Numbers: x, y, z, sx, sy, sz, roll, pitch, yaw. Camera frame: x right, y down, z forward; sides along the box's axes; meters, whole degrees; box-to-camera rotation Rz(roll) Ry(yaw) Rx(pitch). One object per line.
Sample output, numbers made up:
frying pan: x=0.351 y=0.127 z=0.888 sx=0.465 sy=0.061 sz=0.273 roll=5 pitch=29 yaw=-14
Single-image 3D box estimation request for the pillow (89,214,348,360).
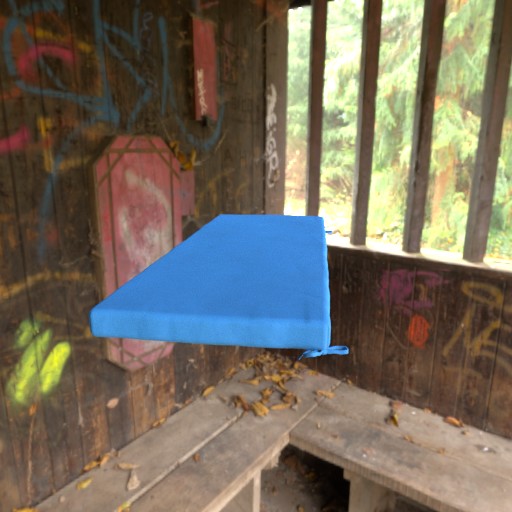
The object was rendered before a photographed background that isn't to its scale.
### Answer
pillow: x=0.000 y=0.000 z=1.353 sx=0.492 sy=0.081 sz=1.187 roll=2 pitch=15 yaw=8
